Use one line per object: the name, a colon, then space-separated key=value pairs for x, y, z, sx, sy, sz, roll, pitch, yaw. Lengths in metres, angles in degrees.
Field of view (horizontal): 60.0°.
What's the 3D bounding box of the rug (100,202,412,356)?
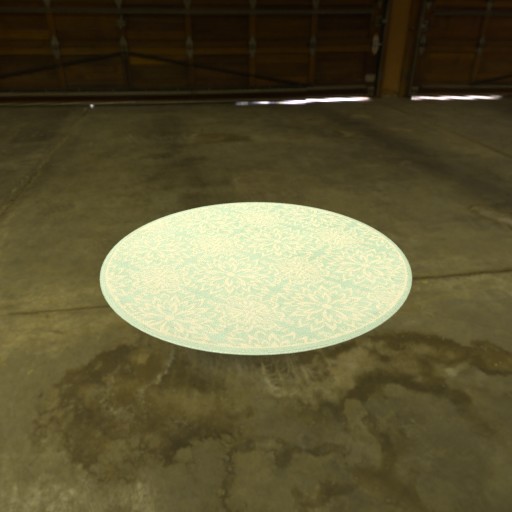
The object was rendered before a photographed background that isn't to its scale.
rug: x=0.000 y=0.000 z=2.367 sx=1.593 sy=0.012 sz=1.593 roll=0 pitch=28 yaw=0
